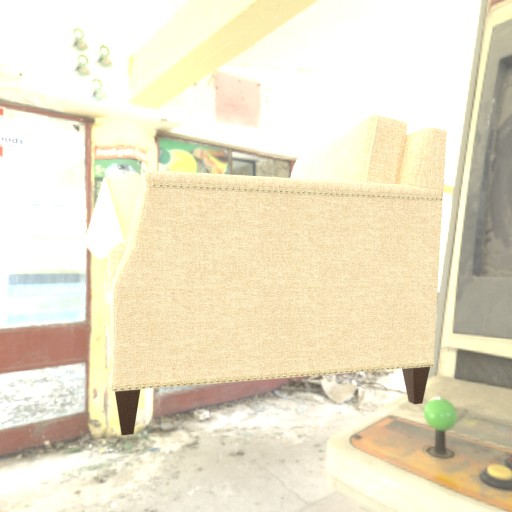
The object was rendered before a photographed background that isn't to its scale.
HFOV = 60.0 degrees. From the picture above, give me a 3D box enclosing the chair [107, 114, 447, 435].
[{"bbox_3d":[0.000,0.000,1.665,1.041,0.940,0.838,0,-1,-17],"label":"chair"}]
